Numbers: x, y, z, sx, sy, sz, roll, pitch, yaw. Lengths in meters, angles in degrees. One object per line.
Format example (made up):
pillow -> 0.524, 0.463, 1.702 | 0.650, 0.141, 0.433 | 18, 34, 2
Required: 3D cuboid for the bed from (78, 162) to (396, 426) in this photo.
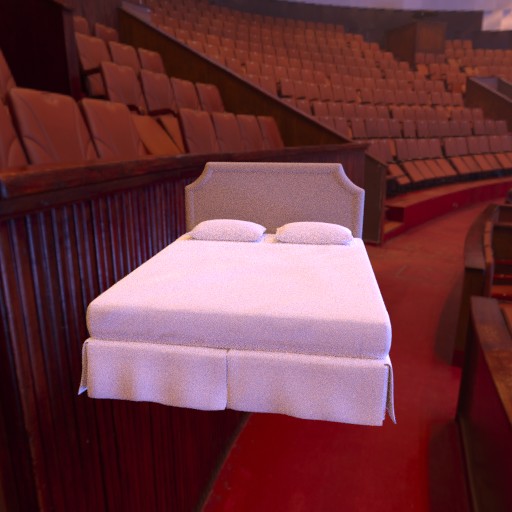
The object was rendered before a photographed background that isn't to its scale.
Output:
bed -> 0.000, 0.000, 4.271 | 2.350, 1.590, 2.773 | 2, 16, 8
